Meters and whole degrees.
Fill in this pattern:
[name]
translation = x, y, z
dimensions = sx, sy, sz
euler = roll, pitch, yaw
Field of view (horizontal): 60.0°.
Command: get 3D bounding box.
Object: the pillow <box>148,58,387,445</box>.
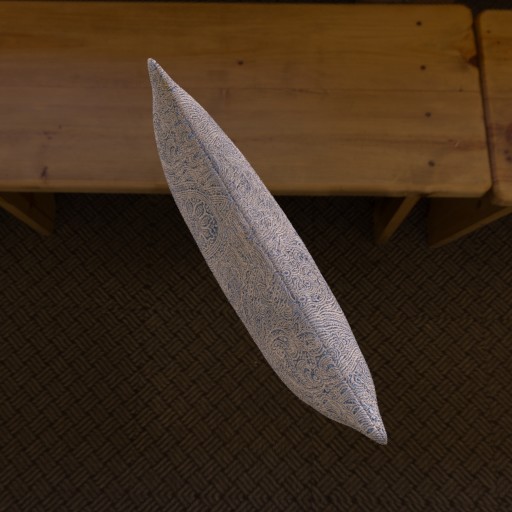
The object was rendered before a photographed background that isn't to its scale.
[pillow]
translation = 0.000, 0.000, 0.729
dimensions = 0.151, 0.295, 0.615
euler = -30, 78, -7
